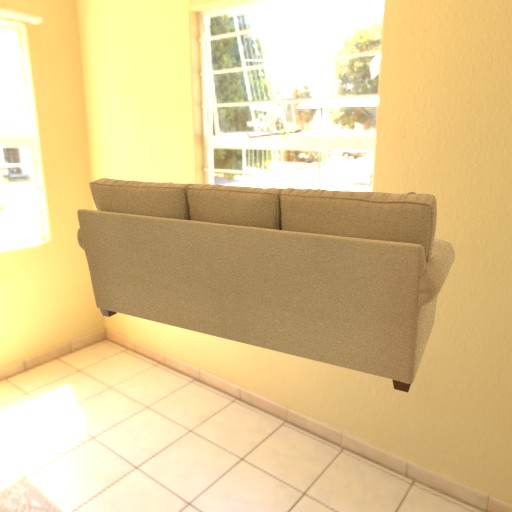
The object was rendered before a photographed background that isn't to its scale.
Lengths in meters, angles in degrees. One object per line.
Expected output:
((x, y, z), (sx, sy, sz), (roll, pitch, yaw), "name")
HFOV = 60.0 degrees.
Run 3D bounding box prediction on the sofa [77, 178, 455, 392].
((0.000, 0.000, 2.874), (2.312, 0.975, 0.965), (8, 17, 27), "sofa")
